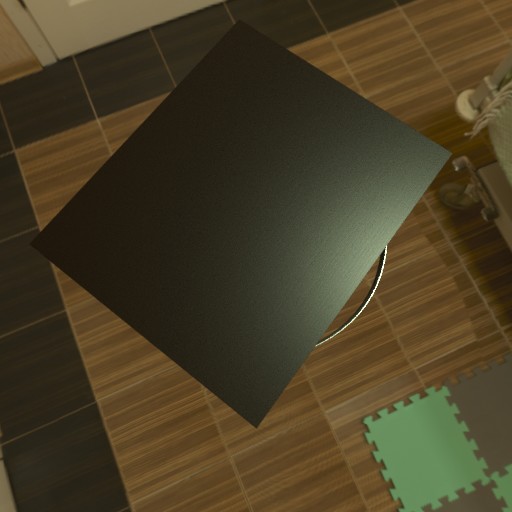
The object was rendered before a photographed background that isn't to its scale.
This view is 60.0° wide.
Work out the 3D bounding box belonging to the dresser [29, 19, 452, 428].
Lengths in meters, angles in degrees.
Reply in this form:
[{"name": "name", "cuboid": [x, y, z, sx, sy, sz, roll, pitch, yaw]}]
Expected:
[{"name": "dresser", "cuboid": [0.000, 0.000, 0.756, 0.360, 0.470, 0.400, 36, 78, 9]}]
